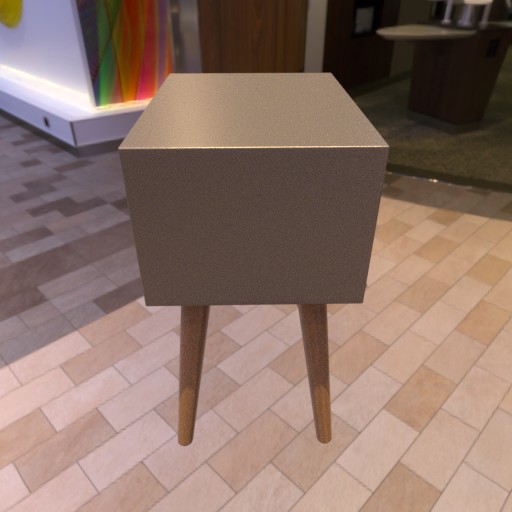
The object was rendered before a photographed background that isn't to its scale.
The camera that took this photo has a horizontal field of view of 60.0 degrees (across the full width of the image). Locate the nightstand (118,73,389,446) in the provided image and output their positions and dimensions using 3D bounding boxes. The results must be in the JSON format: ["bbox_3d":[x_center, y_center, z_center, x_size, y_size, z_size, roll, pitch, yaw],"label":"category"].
[{"bbox_3d":[0.000,0.000,0.745,0.288,0.508,0.370,-1,33,-1],"label":"nightstand"}]
